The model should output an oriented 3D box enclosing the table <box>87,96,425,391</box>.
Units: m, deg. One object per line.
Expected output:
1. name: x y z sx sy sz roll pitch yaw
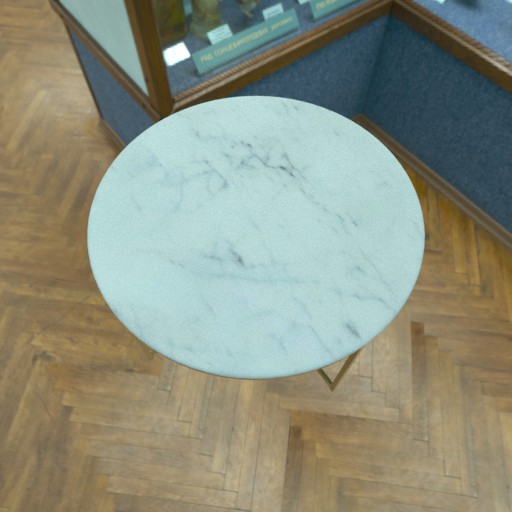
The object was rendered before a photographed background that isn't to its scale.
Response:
1. table: 0.000 0.000 1.260 0.800 0.450 0.800 0 61 0
